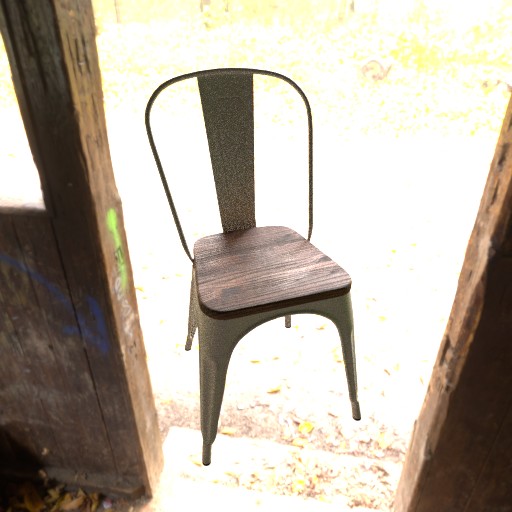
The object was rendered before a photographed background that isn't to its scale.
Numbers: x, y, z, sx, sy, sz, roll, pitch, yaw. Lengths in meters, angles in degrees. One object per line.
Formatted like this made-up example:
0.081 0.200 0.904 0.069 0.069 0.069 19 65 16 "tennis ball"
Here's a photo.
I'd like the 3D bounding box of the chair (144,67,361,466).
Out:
0.000 0.000 1.161 0.452 0.851 0.521 -10 32 -16 "chair"
